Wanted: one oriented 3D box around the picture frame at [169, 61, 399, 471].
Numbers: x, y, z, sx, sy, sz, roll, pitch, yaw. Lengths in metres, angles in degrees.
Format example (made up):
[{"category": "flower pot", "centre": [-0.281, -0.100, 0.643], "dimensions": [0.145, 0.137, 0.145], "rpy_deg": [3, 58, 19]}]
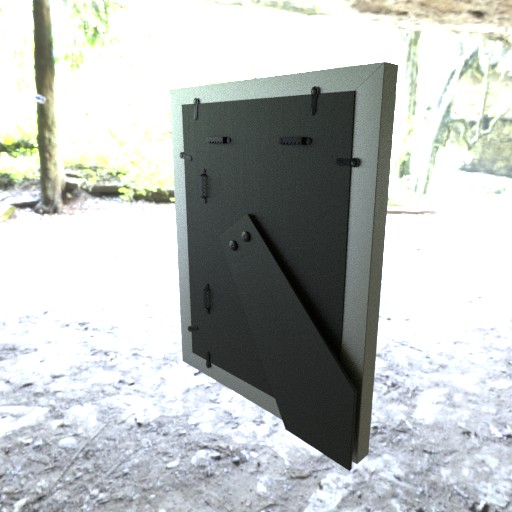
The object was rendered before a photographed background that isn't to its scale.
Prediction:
[{"category": "picture frame", "centre": [0.000, 0.000, 0.517], "dimensions": [0.036, 0.386, 0.307], "rpy_deg": [-14, 21, -43]}]
